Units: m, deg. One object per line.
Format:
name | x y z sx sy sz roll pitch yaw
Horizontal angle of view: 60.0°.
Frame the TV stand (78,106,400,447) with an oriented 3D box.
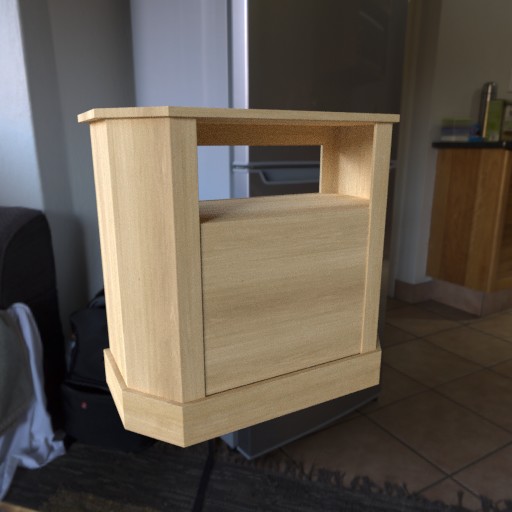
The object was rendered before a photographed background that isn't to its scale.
TV stand | 0.000 0.000 1.290 0.851 0.781 0.425 -8 16 -27
